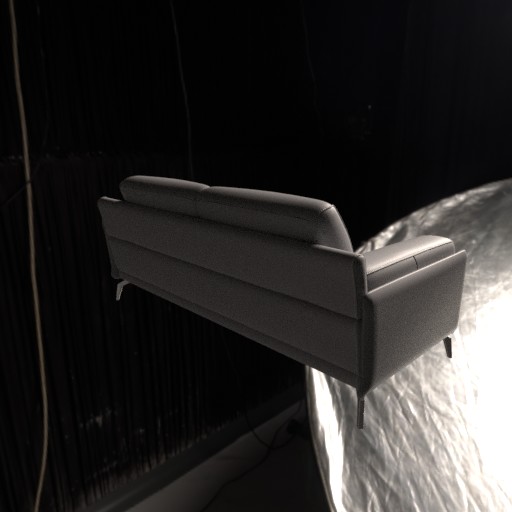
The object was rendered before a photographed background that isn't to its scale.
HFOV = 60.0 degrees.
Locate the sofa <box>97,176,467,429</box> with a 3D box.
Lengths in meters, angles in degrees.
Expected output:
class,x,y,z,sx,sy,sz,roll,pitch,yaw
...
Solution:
class,x,y,z,sx,sy,sz,roll,pitch,yaw
sofa,0.000,0.000,2.643,0.969,0.900,2.100,-15,22,-43
